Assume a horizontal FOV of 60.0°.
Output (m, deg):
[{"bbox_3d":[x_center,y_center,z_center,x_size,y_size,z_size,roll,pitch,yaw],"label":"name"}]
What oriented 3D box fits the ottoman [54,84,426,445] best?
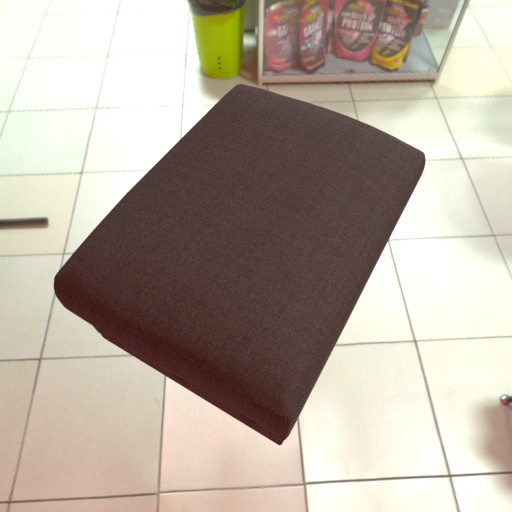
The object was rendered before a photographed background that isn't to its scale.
[{"bbox_3d":[0.000,0.000,1.214,0.599,0.555,0.809,26,61,16],"label":"ottoman"}]
